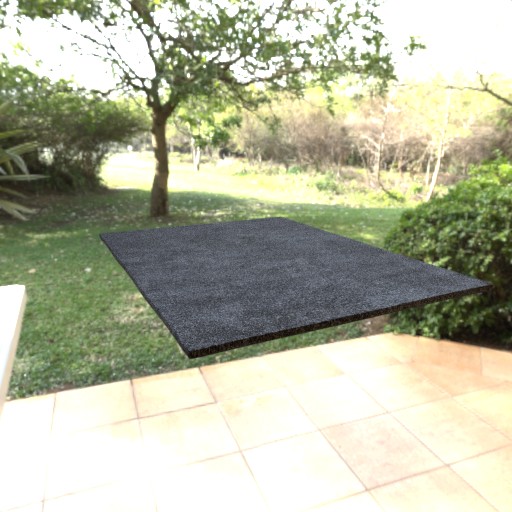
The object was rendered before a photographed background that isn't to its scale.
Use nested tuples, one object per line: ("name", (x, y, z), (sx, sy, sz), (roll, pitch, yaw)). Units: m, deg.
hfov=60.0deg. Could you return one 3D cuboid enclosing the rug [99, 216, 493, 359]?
("rug", (0.000, 0.000, 2.097), (1.198, 0.025, 1.601), (-8, 17, -26))
